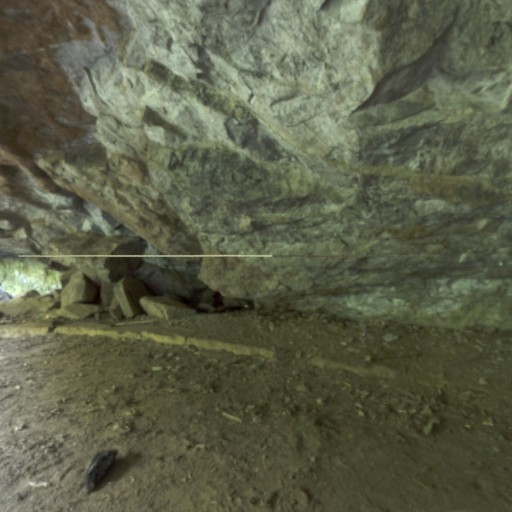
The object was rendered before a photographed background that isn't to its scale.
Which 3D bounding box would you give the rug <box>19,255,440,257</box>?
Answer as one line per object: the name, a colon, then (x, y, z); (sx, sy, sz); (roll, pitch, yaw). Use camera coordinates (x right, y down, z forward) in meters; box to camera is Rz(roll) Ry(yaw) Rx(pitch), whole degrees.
rug: (0.000, 0.000, 4.022); (2.444, 0.012, 3.048); (0, 0, 36)
